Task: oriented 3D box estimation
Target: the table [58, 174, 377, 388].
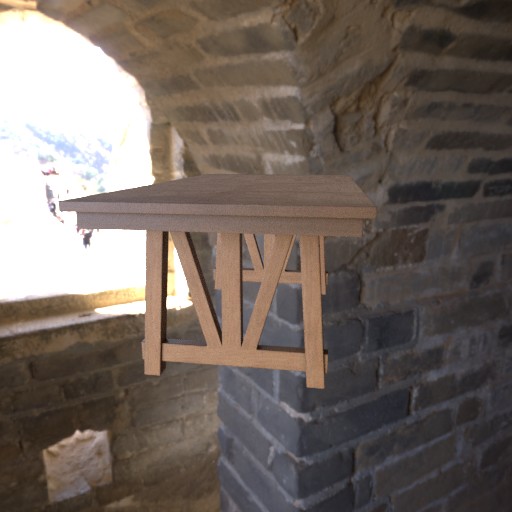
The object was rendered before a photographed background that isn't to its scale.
[{"bbox_3d":[0.000,0.000,2.366,1.016,0.768,1.881,2,13,9],"label":"table"}]
